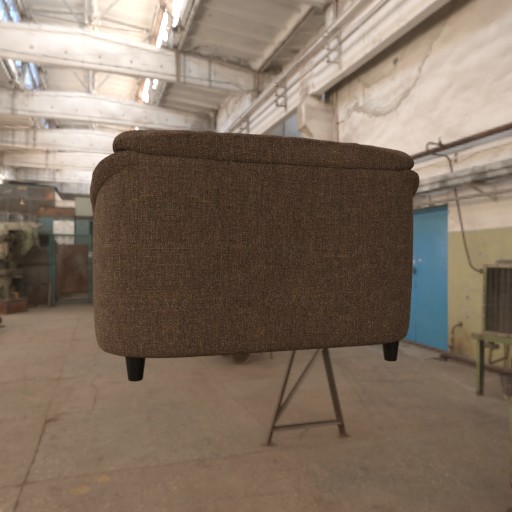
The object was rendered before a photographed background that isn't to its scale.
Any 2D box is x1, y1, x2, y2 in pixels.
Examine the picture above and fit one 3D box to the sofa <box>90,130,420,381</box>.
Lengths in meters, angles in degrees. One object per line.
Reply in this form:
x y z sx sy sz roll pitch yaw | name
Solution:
0.000 0.000 1.998 1.404 0.895 0.799 0 0 -17 | sofa
